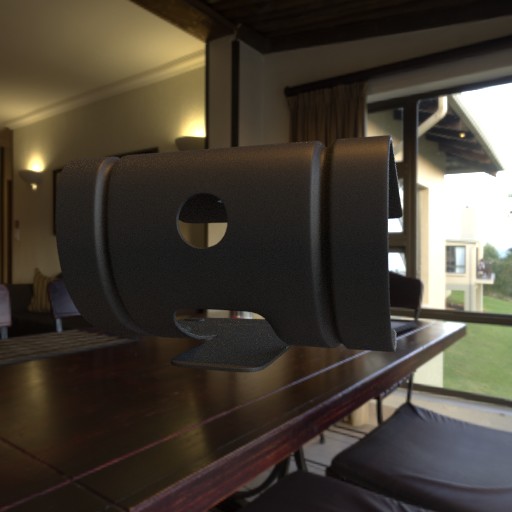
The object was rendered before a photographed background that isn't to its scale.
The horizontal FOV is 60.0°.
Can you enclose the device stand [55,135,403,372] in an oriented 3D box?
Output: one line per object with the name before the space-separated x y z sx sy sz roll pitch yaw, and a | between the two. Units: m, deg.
device stand | 0.000 0.000 0.403 0.256 0.155 0.236 0 0 18
